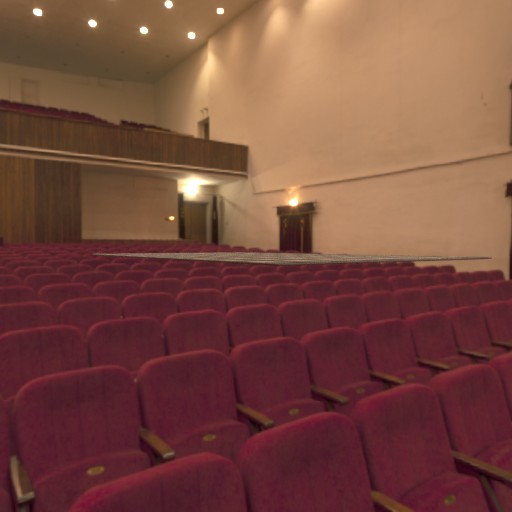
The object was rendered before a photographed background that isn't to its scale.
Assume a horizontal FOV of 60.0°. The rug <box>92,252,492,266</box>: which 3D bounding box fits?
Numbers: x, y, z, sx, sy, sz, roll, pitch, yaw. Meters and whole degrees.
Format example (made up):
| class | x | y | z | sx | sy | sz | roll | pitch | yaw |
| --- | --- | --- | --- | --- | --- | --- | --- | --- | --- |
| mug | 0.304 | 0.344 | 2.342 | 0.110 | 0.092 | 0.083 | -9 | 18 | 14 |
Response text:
| class | x | y | z | sx | sy | sz | roll | pitch | yaw |
| --- | --- | --- | --- | --- | --- | --- | --- | --- | --- |
| rug | 0.000 | 0.000 | 3.086 | 1.554 | 0.011 | 2.476 | -1 | 2 | -35 |
